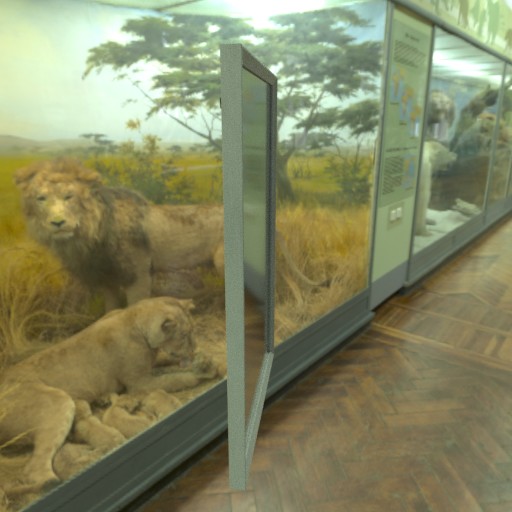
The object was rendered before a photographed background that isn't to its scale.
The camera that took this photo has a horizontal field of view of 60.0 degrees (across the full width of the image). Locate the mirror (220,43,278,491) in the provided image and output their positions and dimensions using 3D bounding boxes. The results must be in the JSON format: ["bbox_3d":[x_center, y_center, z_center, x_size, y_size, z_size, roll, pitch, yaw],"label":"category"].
[{"bbox_3d":[0.000,0.000,1.150,0.041,0.915,0.609,2,17,8],"label":"mirror"}]
